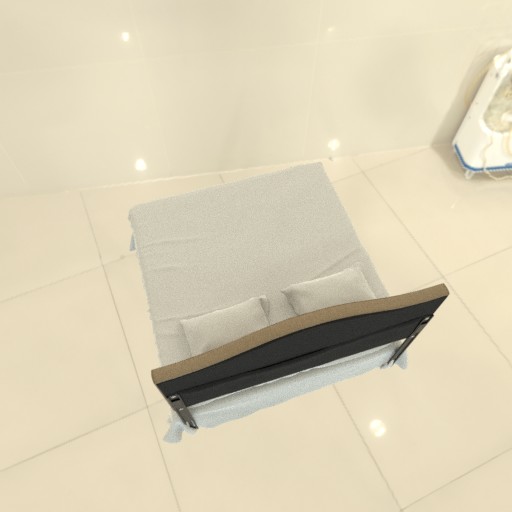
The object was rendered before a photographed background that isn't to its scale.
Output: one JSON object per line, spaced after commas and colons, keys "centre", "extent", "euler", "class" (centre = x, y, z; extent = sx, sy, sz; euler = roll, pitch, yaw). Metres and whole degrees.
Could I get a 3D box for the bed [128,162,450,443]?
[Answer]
{"centre": [0.000, 0.000, 3.793], "extent": [2.311, 1.651, 2.222], "euler": [-15, 60, -9], "class": "bed"}
